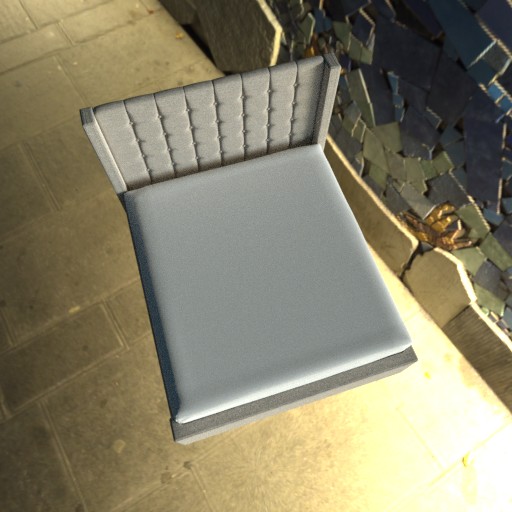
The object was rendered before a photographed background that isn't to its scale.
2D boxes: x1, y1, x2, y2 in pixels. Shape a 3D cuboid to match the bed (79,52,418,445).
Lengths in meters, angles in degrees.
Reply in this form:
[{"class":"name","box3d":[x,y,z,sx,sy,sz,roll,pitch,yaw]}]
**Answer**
[{"class":"bed","box3d":[0.000,0.000,3.736,2.044,1.748,2.372,-16,65,-8]}]
